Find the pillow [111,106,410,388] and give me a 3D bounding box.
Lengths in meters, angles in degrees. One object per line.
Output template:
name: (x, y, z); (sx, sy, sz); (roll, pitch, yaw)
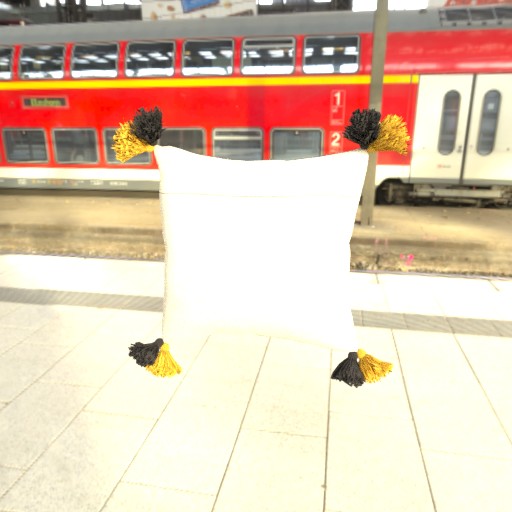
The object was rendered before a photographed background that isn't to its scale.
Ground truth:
pillow: (0.000, 0.000, 1.020); (0.654, 0.659, 0.139); (2, 17, 8)
